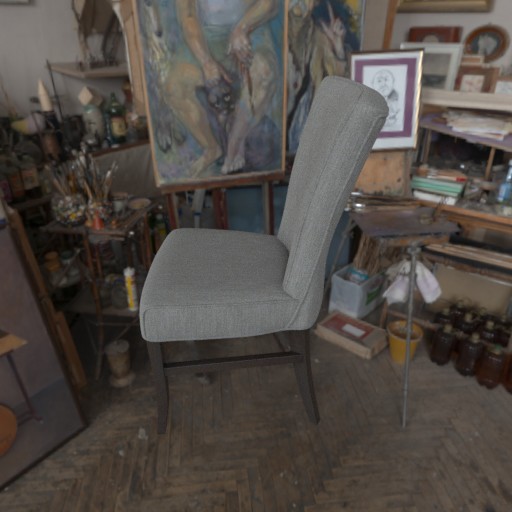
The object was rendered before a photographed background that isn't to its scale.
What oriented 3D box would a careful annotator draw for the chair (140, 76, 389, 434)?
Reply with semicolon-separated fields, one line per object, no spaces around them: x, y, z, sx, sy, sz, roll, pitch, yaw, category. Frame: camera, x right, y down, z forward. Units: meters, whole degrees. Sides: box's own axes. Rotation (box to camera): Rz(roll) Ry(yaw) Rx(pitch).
0.000;0.000;1.362;0.660;0.991;0.520;0;28;0;chair
